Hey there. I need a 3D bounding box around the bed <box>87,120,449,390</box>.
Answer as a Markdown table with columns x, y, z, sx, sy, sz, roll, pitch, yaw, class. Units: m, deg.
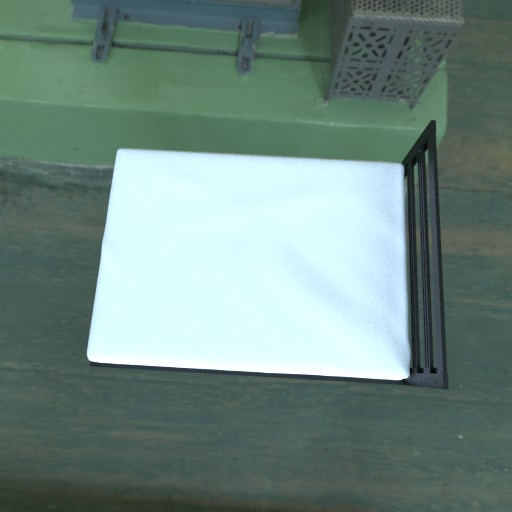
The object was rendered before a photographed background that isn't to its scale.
| x | y | z | sx | sy | sz | roll | pitch | yaw | class |
| --- | --- | --- | --- | --- | --- | --- | --- | --- | --- |
| 0.000 | 0.000 | 2.905 | 2.062 | 0.967 | 1.524 | 3 | 76 | 1 | bed |
